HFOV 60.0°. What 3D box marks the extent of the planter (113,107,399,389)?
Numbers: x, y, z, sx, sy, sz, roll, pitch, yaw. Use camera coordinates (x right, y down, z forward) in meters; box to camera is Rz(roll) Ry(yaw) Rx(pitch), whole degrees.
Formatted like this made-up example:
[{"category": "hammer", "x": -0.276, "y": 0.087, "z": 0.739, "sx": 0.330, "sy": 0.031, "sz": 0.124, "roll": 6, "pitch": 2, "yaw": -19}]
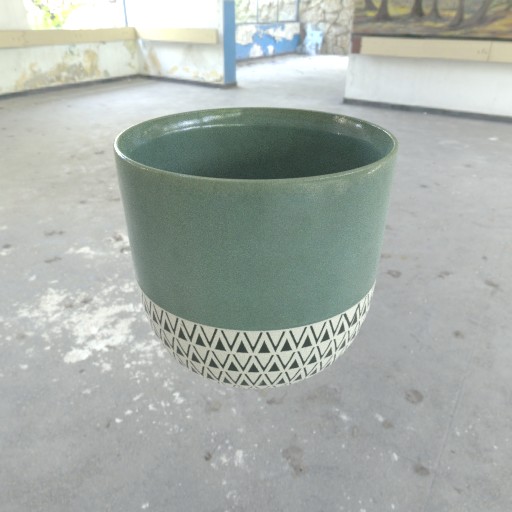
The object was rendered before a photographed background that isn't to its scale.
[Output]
[{"category": "planter", "x": 0.000, "y": 0.000, "z": 0.493, "sx": 0.266, "sy": 0.270, "sz": 0.266, "roll": 0, "pitch": 29, "yaw": 0}]
